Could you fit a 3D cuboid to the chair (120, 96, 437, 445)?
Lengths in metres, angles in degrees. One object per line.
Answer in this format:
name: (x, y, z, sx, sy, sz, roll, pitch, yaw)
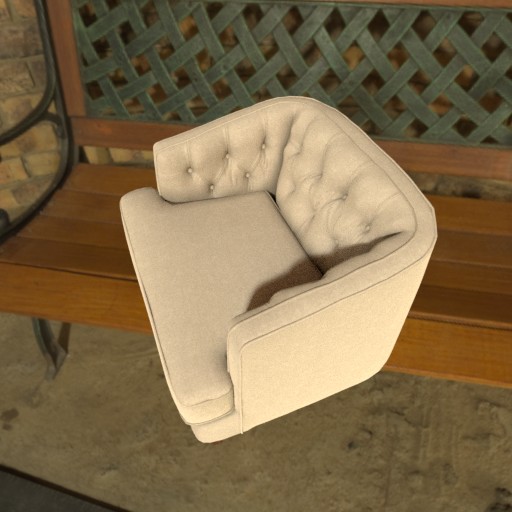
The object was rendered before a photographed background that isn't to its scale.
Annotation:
chair: (0.000, 0.000, 1.793, 0.941, 0.852, 1.104, -16, 49, -15)
